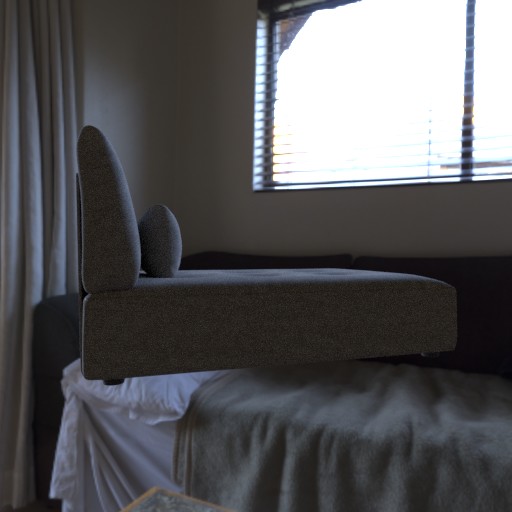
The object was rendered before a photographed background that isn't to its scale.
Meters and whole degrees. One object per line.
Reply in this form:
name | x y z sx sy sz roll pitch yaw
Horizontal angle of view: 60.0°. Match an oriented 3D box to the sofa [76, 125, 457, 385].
sofa | 0.000 0.000 1.993 1.450 0.820 0.930 0 1 -18
